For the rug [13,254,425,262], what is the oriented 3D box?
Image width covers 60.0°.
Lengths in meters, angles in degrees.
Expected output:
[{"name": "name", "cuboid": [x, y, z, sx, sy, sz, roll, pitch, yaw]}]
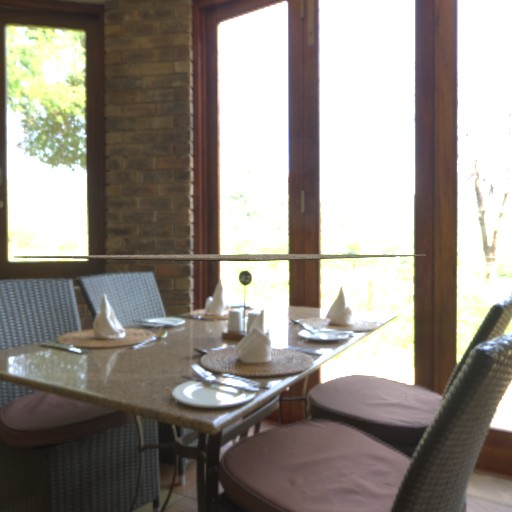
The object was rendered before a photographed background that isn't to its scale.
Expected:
[{"name": "rug", "cuboid": [0.000, 0.000, 2.265, 1.219, 0.008, 1.829, 0, 1, 35]}]
